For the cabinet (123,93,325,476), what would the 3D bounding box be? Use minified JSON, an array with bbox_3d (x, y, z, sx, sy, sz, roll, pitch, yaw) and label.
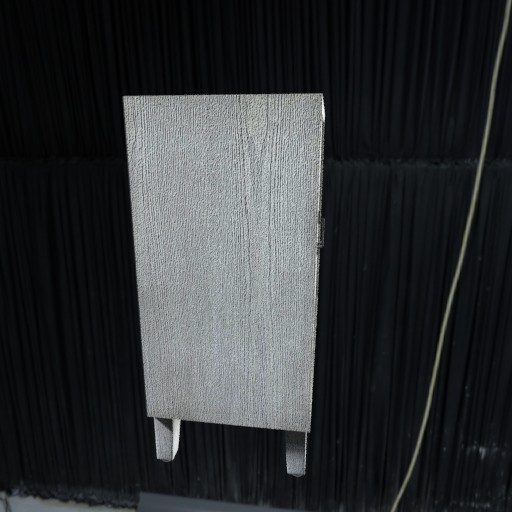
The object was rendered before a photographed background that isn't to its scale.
[{"bbox_3d":[0.000,0.000,1.240,0.370,0.787,0.781,2,16,8],"label":"cabinet"}]
